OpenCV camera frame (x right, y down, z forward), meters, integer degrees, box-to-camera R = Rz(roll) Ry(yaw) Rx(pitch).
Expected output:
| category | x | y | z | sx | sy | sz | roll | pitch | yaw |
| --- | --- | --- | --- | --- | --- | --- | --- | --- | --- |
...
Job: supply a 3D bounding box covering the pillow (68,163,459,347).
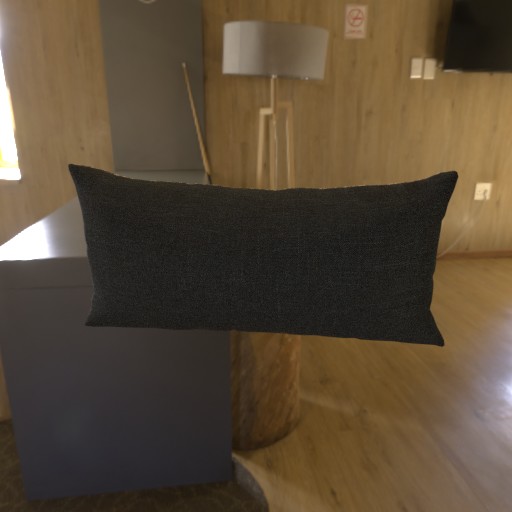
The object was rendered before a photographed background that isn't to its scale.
| category | x | y | z | sx | sy | sz | roll | pitch | yaw |
| --- | --- | --- | --- | --- | --- | --- | --- | --- | --- |
| pillow | 0.000 | 0.000 | 0.730 | 0.631 | 0.292 | 0.148 | 2 | 18 | 7 |
